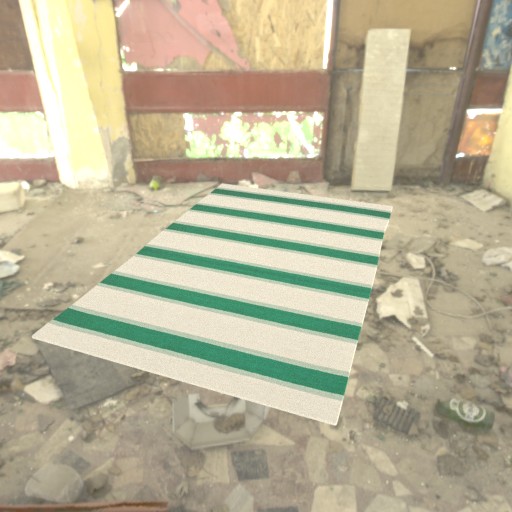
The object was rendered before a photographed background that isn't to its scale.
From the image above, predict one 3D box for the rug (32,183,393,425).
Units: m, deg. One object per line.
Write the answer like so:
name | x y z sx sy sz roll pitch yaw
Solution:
rug | 0.000 0.000 2.306 1.210 0.012 1.829 10 31 18
